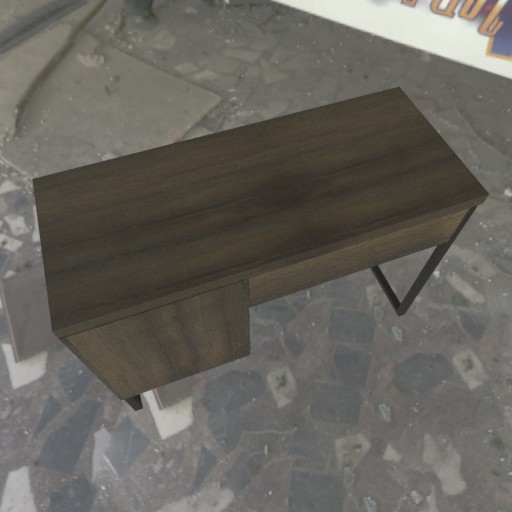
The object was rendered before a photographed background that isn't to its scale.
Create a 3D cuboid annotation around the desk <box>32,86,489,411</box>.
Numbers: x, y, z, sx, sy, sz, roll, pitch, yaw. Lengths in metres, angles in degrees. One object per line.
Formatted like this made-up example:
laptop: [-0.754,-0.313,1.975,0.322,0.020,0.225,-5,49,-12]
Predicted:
desk: [0.000,0.000,1.516,1.134,0.752,0.511,-17,59,-11]
